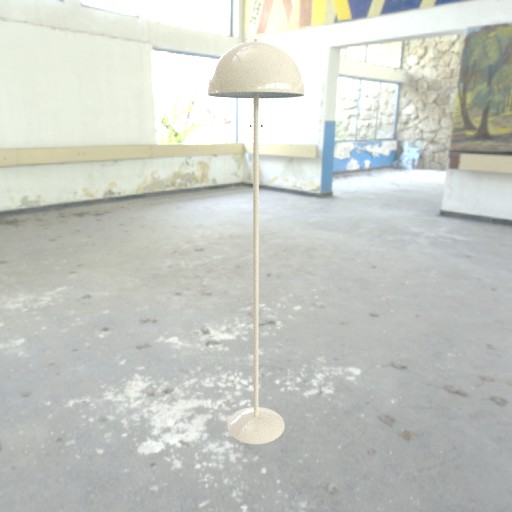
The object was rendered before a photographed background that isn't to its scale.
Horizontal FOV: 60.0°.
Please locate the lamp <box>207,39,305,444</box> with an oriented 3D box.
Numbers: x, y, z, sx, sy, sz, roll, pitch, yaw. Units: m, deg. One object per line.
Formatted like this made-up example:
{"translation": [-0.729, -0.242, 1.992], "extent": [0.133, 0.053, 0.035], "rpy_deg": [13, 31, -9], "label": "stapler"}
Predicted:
{"translation": [0.000, 0.000, 1.659], "extent": [0.328, 1.480, 0.328], "rpy_deg": [-16, 22, -43], "label": "lamp"}
